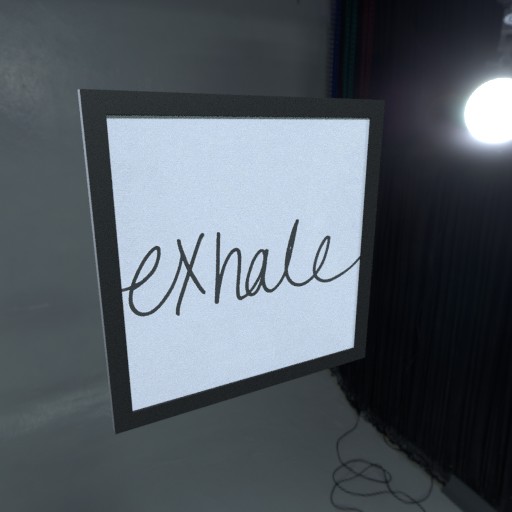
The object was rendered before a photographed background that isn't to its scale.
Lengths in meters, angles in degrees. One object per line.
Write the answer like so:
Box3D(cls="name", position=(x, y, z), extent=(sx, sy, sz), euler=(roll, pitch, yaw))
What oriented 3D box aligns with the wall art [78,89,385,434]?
Box3D(cls="wall art", position=(0.000, 0.000, 0.524), extent=(0.358, 0.357, 0.012), euler=(-9, 18, -27))
